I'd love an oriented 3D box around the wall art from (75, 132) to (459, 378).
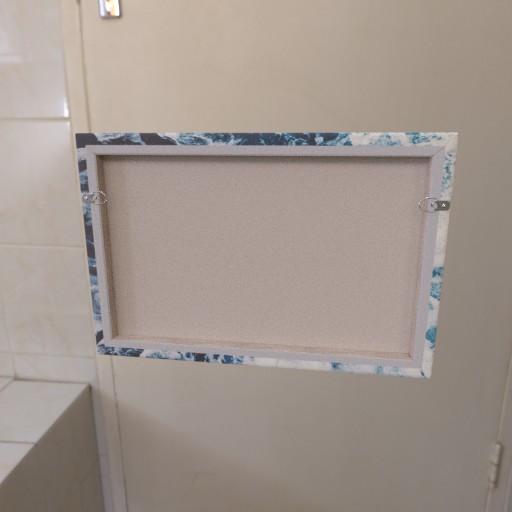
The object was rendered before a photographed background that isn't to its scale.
[{"bbox_3d":[0.000,0.000,1.140,0.915,0.610,0.042,2,15,8],"label":"wall art"}]
